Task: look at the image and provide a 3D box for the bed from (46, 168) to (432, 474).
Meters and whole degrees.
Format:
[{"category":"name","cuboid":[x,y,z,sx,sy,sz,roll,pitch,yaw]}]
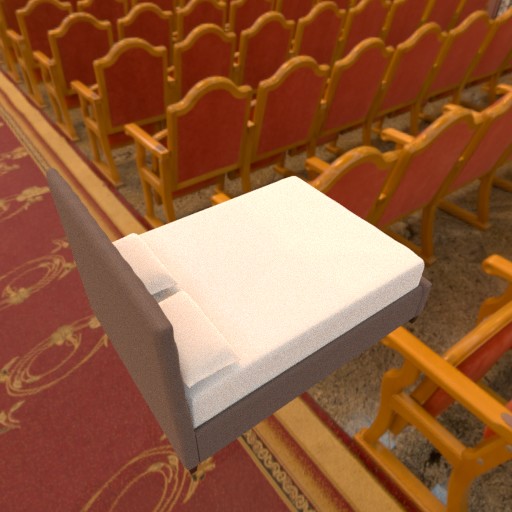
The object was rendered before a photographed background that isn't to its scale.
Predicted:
[{"category":"bed","cuboid":[0.000,0.000,3.325,2.233,1.426,1.696,-25,47,-26]}]
